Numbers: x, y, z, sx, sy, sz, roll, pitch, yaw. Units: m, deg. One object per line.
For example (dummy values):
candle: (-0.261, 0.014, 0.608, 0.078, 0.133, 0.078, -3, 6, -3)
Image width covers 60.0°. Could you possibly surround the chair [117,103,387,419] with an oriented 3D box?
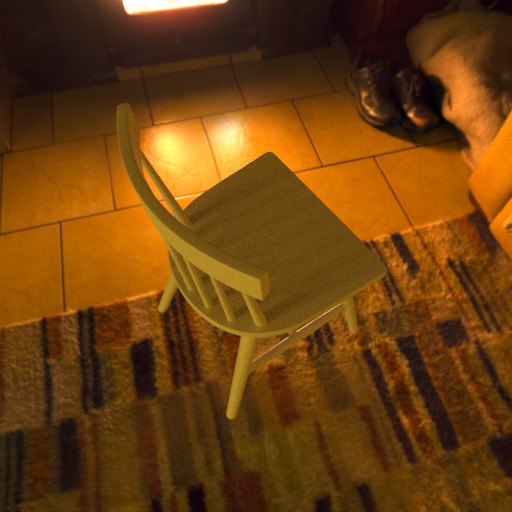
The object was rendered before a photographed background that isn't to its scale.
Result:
chair: (0.000, 0.000, 1.133, 0.500, 0.787, 0.483, -31, 63, -18)
